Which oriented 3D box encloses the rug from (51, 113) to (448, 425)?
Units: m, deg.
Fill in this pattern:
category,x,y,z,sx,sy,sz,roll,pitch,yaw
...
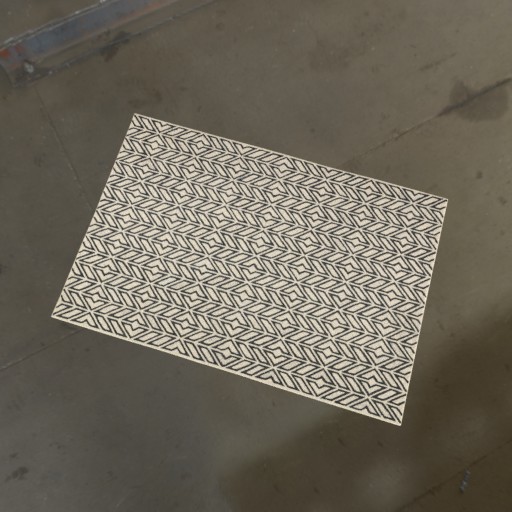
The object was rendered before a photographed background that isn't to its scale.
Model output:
category,x,y,z,sx,sy,sz,roll,pitch,yaw
rug,0.000,0.000,2.349,1.828,0.007,1.220,16,77,4
